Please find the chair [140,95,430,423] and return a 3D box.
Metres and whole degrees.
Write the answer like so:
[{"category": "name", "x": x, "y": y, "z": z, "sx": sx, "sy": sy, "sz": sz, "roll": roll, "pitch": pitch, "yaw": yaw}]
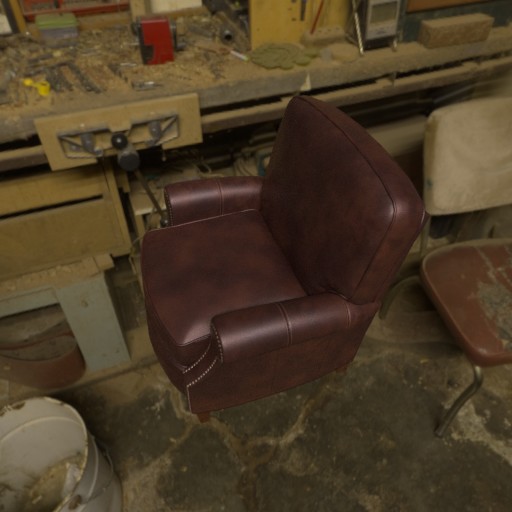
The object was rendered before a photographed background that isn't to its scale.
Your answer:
[{"category": "chair", "x": 0.000, "y": 0.000, "z": 1.808, "sx": 0.986, "sy": 1.018, "sz": 0.936, "roll": -14, "pitch": 47, "yaw": -14}]
